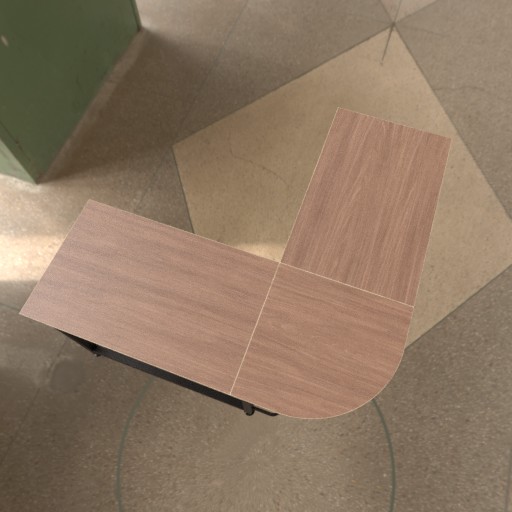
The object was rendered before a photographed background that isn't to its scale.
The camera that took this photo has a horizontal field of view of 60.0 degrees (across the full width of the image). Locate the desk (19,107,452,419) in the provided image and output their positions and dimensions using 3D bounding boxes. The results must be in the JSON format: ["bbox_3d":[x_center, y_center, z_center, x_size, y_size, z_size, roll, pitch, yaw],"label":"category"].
[{"bbox_3d":[0.000,0.000,2.199,1.400,0.762,1.400,18,67,8],"label":"desk"}]
